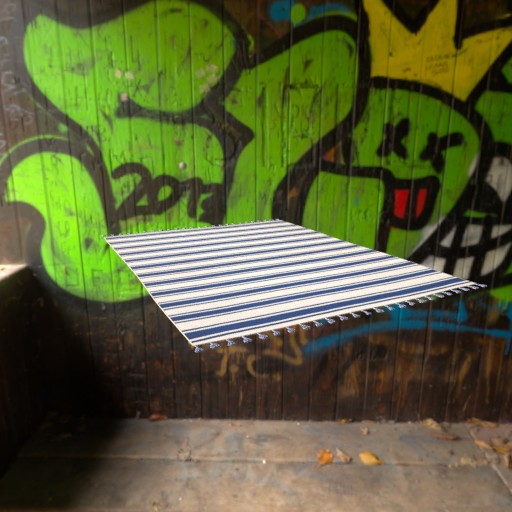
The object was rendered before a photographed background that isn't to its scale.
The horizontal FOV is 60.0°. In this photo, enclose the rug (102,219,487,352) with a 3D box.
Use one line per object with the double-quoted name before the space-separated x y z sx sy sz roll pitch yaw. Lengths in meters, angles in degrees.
"rug" 0.000 0.000 4.449 2.471 0.016 3.416 -8 17 -26
